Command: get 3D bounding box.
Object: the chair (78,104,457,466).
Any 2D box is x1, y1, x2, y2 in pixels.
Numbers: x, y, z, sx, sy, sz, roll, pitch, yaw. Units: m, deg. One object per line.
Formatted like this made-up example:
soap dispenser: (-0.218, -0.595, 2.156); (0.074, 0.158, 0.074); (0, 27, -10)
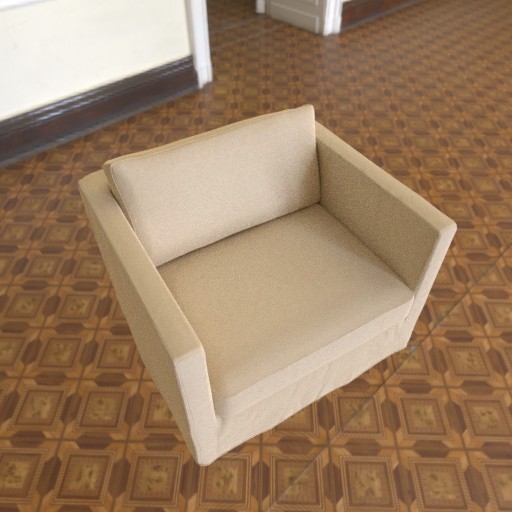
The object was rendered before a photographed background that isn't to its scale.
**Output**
chair: (0.000, 0.000, 1.748); (1.057, 0.851, 0.947); (-23, 50, -21)
